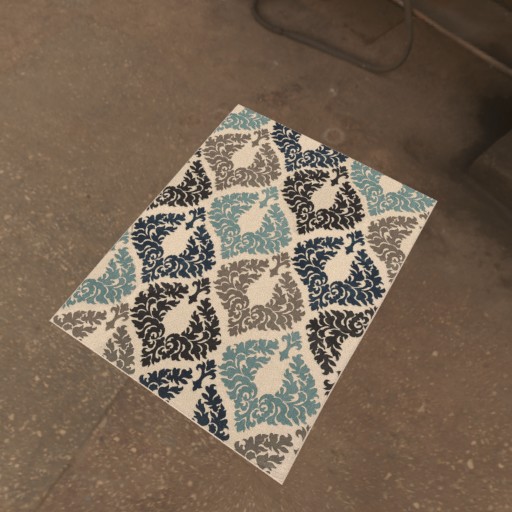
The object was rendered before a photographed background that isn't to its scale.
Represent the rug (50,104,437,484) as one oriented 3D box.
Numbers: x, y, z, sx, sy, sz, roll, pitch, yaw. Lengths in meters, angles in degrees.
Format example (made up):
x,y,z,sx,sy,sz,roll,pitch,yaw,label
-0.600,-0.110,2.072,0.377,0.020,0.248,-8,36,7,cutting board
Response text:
x,y,z,sx,sy,sz,roll,pitch,yaw,label
0.000,0.000,4.204,2.423,0.014,3.040,30,68,14,rug
